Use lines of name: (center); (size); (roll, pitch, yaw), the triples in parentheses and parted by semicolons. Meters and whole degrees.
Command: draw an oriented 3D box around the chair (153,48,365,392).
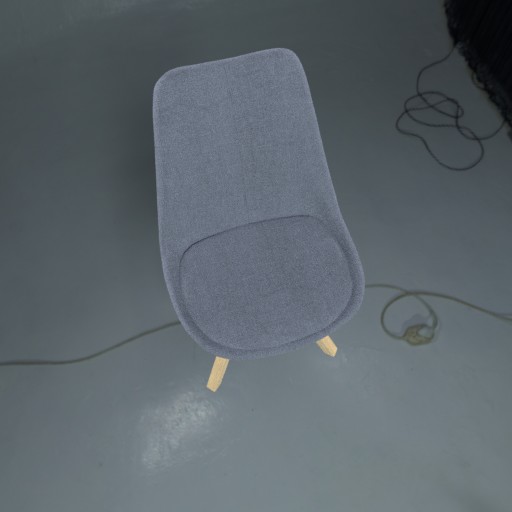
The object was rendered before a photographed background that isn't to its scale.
chair: (0.000, 0.000, 1.191); (0.485, 0.850, 0.550); (-15, 65, -7)
